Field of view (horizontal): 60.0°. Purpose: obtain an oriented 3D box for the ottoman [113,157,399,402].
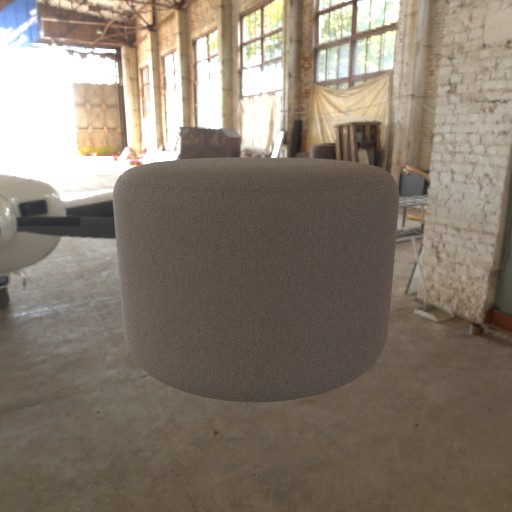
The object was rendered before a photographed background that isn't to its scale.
[{"bbox_3d":[0.000,0.000,1.021,0.608,0.433,0.608,0,15,0],"label":"ottoman"}]
